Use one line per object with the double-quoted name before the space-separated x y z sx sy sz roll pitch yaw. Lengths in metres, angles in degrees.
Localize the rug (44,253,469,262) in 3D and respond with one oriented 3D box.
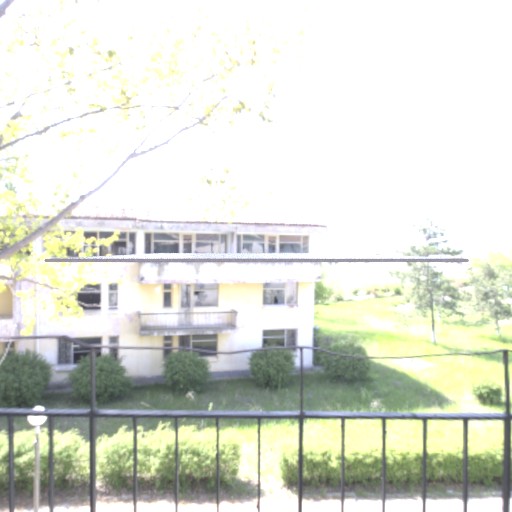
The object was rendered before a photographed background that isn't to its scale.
"rug" 0.000 0.000 4.023 2.434 0.032 3.007 0 1 0
